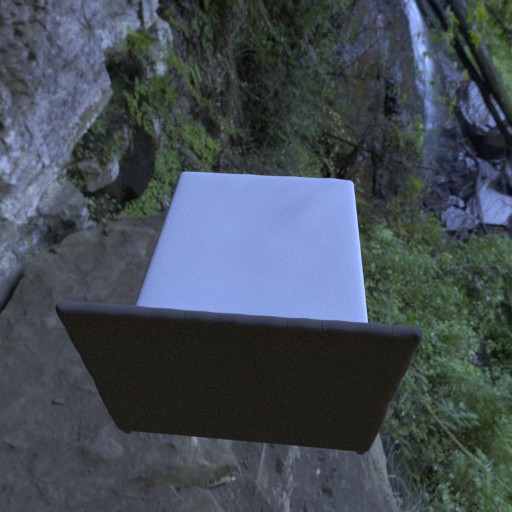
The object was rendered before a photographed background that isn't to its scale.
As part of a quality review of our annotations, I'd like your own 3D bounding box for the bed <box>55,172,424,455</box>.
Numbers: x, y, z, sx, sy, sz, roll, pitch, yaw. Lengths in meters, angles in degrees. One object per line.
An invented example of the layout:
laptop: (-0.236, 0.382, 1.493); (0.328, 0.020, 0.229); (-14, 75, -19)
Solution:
bed: (0.000, 0.000, 3.247); (1.696, 1.426, 2.233); (4, 46, 4)
